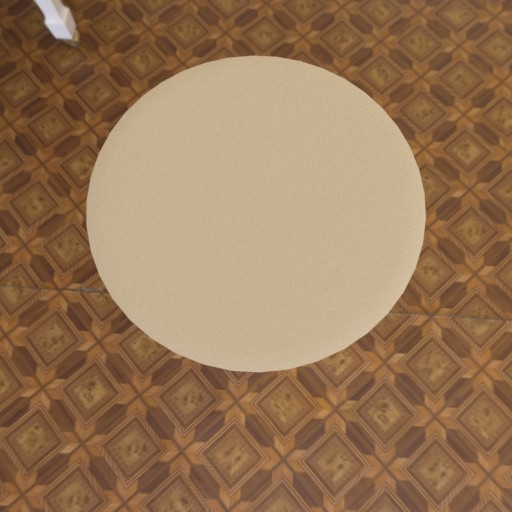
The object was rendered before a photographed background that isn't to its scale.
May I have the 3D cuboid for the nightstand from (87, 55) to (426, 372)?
[{"bbox_3d":[0.000,0.000,0.985,0.513,0.653,0.513,16,75,5],"label":"nightstand"}]
